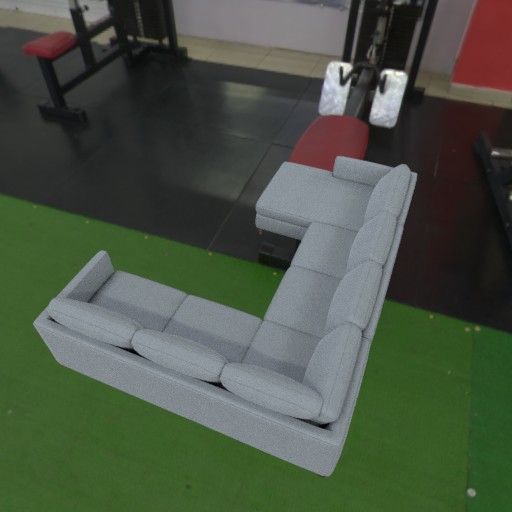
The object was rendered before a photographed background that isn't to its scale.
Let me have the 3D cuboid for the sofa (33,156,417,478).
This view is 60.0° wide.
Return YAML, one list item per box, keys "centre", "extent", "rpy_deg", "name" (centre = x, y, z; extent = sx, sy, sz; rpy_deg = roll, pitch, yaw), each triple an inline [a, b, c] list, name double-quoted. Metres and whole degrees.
- centre: [0.000, 0.000, 4.373]
  extent: [2.551, 0.853, 3.238]
  rpy_deg: [17, 49, 15]
  name: "sofa"
